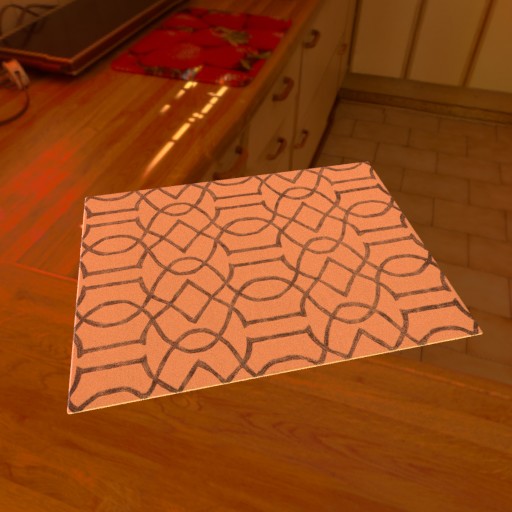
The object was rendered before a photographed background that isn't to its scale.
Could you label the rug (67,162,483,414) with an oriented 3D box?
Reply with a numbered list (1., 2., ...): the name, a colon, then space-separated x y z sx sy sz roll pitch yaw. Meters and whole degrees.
1. rug: 0.000 0.000 3.755 2.910 0.021 2.211 -9 47 -8
